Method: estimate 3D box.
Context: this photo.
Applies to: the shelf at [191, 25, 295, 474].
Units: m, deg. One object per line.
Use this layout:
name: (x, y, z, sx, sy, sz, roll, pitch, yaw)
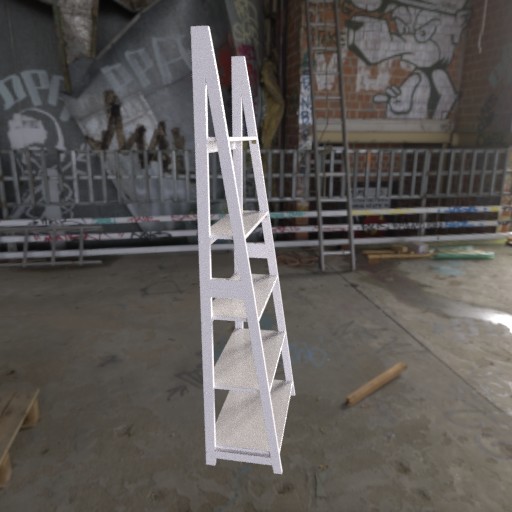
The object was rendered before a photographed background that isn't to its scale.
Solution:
shelf: (0.000, 0.000, 2.019, 0.341, 1.779, 0.636, 3, 15, 10)
